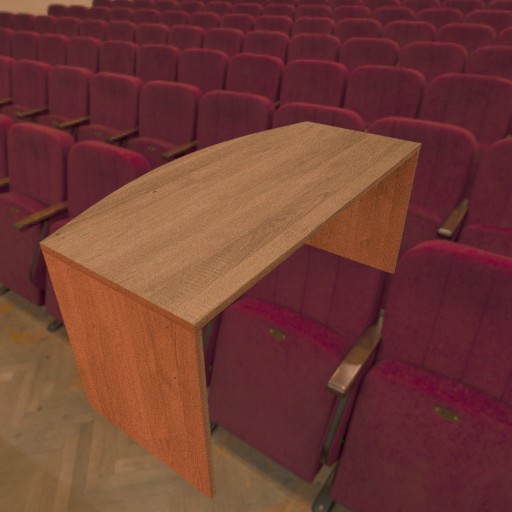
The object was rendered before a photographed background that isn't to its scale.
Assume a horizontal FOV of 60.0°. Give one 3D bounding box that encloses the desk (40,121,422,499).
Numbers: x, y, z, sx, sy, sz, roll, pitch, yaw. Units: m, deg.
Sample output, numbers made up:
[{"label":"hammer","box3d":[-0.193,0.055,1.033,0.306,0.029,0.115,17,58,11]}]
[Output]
[{"label":"desk","box3d":[0.000,0.000,1.979,0.802,0.752,1.600,21,38,30]}]
